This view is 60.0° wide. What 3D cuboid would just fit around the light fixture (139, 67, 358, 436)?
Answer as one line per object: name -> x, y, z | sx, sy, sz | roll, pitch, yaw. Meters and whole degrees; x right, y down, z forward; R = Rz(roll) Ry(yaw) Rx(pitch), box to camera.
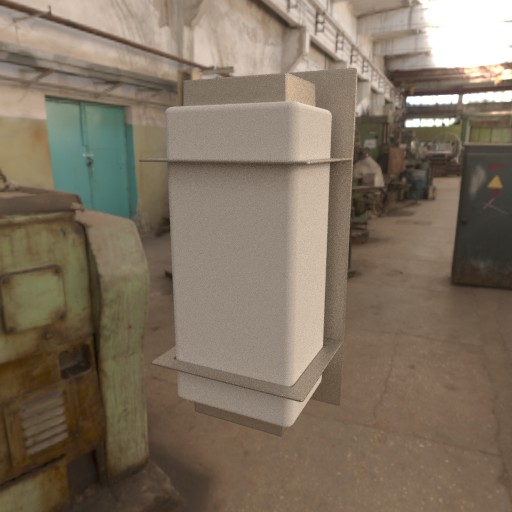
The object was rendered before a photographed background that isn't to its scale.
light fixture -> 0.000, 0.000, 0.473 | 0.168, 0.380, 0.160 | 6, 15, 25
